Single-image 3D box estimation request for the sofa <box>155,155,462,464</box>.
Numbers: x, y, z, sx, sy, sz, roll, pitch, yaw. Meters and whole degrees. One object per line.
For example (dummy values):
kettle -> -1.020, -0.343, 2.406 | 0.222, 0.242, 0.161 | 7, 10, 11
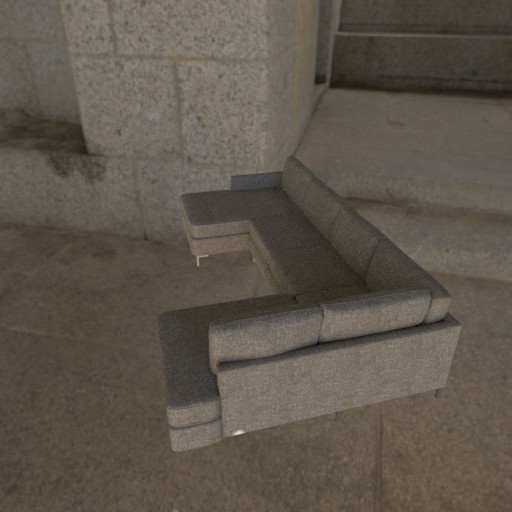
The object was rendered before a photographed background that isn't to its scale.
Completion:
sofa -> 0.000, 0.000, 4.324 | 2.048, 0.999, 3.423 | -8, 31, -13
